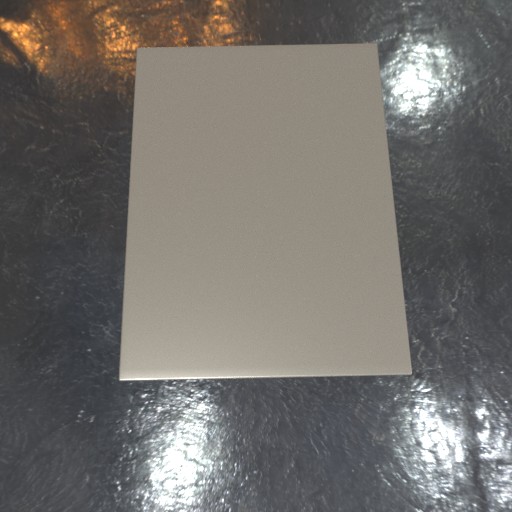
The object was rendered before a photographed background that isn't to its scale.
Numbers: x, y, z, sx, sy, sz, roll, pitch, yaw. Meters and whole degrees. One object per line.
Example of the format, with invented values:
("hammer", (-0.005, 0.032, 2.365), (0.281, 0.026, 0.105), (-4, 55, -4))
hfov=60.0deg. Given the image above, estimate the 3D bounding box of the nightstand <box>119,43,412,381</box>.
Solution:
("nightstand", (0.000, 0.000, 0.709), (0.288, 0.508, 0.370), (-1, 75, 0))
